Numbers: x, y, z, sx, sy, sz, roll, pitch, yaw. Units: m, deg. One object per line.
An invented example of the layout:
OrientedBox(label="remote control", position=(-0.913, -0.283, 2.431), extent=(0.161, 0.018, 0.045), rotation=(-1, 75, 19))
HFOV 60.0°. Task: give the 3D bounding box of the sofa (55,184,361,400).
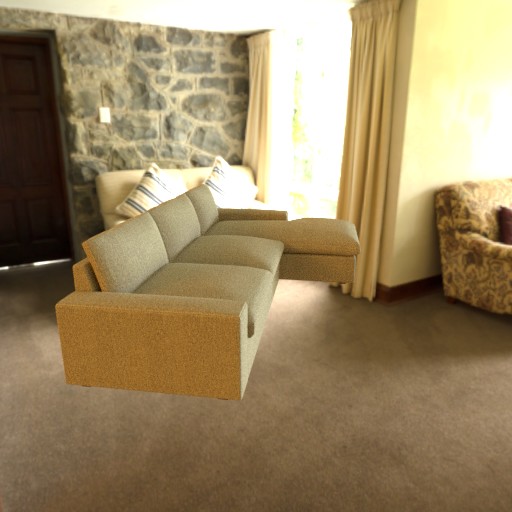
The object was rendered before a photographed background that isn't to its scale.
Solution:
OrientedBox(label="sofa", position=(0.000, 0.000, 3.478), extent=(1.689, 0.813, 2.718), rotation=(3, 17, 8))
